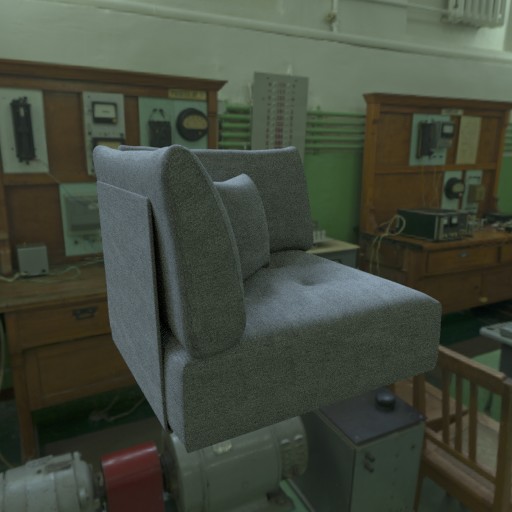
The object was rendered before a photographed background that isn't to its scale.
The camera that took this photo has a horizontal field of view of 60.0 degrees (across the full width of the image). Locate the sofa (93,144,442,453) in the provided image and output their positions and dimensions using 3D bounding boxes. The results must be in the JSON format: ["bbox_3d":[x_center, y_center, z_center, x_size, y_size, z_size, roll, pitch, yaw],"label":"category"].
[{"bbox_3d":[0.000,0.000,1.685,1.000,0.820,1.000,-7,16,-28],"label":"sofa"}]
